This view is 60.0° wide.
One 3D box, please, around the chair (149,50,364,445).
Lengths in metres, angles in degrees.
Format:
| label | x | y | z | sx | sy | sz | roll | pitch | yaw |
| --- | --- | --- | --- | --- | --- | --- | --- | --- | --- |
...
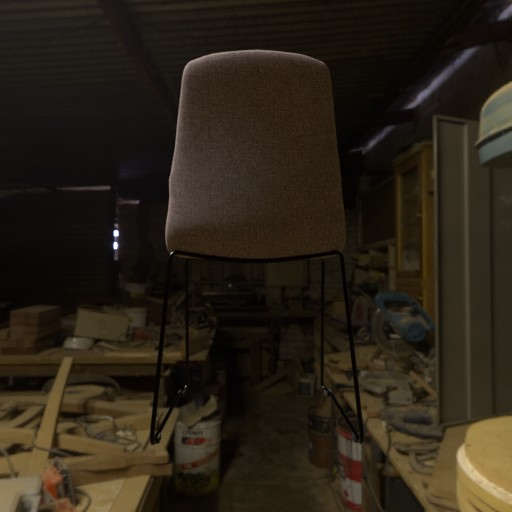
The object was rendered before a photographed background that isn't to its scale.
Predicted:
| label | x | y | z | sx | sy | sz | roll | pitch | yaw |
| --- | --- | --- | --- | --- | --- | --- | --- | --- | --- |
| chair | 0.000 | 0.000 | 1.174 | 0.479 | 0.858 | 0.518 | 0 | -1 | -1 |
